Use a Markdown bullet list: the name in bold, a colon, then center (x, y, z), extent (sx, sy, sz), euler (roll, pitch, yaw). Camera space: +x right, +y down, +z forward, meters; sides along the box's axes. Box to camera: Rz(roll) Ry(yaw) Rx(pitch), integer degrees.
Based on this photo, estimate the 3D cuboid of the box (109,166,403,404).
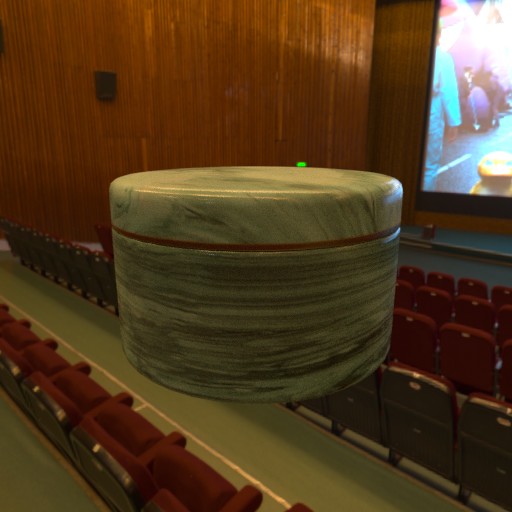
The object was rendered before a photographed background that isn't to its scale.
- **box**: center (0.000, 0.000, 0.166), extent (0.101, 0.063, 0.101), euler (0, 15, 0)
